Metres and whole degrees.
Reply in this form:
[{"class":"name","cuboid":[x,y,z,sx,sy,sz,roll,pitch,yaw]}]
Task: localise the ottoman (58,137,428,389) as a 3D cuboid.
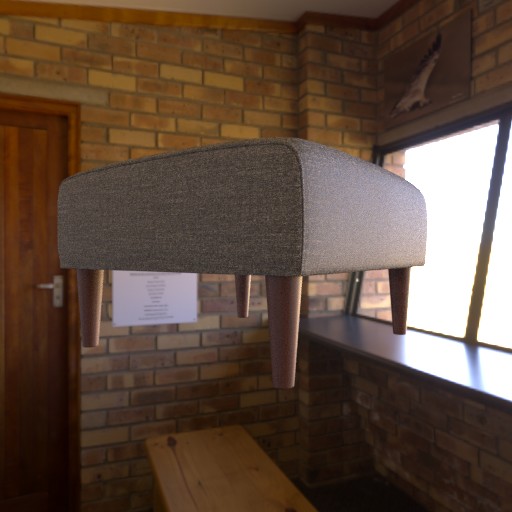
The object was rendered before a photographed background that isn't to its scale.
[{"class":"ottoman","cuboid":[0.000,0.000,1.055,0.648,0.399,0.655,0,0,36]}]
